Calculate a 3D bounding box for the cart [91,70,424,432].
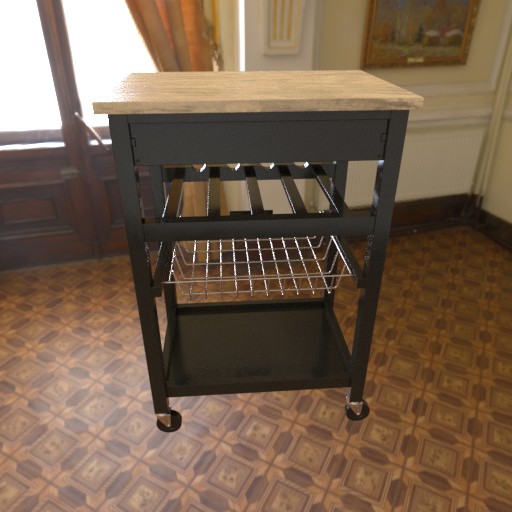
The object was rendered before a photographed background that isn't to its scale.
[{"bbox_3d":[0.000,0.000,1.141,0.584,0.839,0.403,-2,29,-4],"label":"cart"}]
